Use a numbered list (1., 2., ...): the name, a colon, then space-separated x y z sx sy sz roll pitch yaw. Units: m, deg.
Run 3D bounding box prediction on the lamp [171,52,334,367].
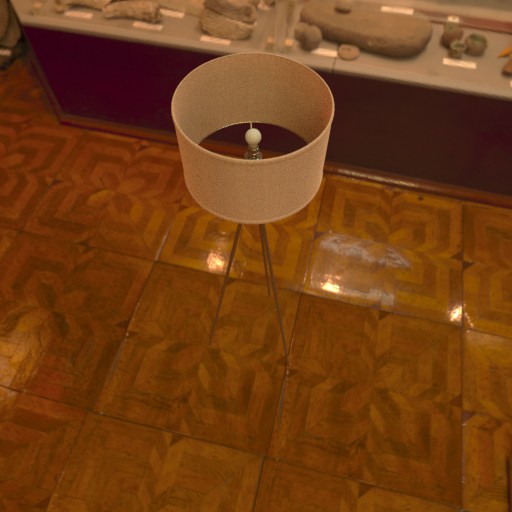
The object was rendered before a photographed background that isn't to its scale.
1. lamp: 0.000 0.000 1.779 0.449 1.545 0.460 14 59 8
